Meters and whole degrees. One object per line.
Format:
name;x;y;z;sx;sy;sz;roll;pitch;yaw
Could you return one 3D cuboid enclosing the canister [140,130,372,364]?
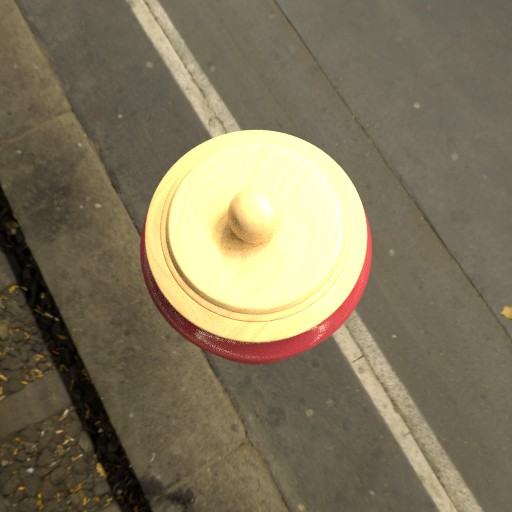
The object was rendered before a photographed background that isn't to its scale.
canister;0.000;0.000;0.277;0.130;0.176;0.130;0;75;0
